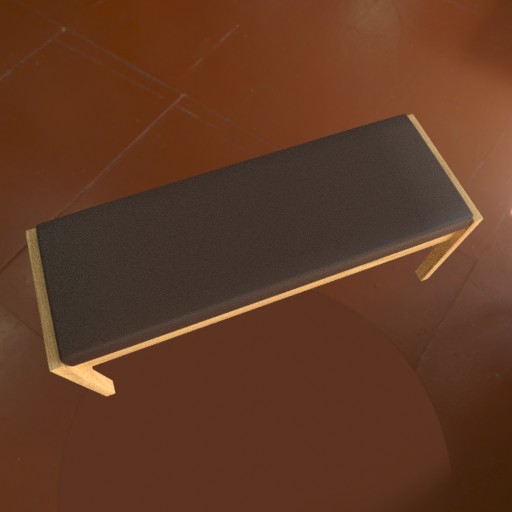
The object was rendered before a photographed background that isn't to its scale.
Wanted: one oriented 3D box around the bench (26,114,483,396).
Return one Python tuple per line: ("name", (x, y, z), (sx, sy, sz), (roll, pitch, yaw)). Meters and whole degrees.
("bench", (0.000, 0.000, 1.409), (1.200, 0.480, 0.405), (-19, 66, -8))
